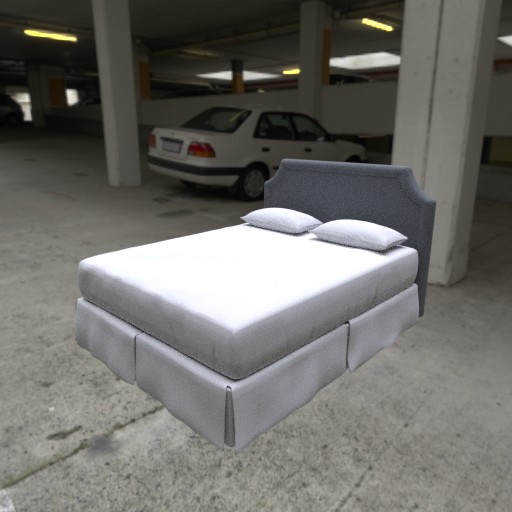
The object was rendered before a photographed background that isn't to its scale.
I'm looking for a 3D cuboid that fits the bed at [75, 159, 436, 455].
[{"bbox_3d":[0.000,0.000,3.406,1.811,1.296,2.259,15,22,42],"label":"bed"}]
